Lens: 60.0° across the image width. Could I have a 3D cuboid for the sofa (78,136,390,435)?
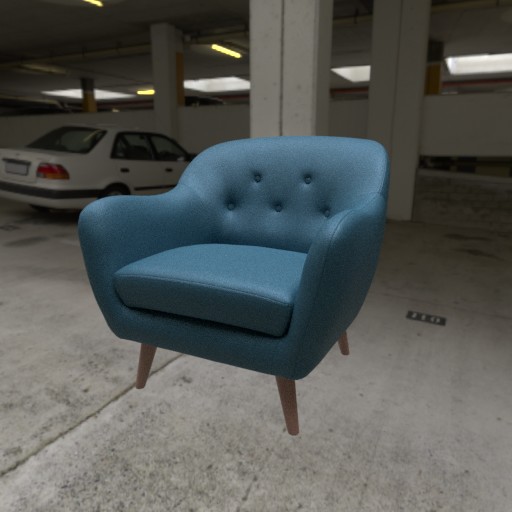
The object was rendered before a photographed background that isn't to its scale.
[{"bbox_3d":[0.000,0.000,1.531,0.836,0.817,0.825,7,15,26],"label":"sofa"}]
